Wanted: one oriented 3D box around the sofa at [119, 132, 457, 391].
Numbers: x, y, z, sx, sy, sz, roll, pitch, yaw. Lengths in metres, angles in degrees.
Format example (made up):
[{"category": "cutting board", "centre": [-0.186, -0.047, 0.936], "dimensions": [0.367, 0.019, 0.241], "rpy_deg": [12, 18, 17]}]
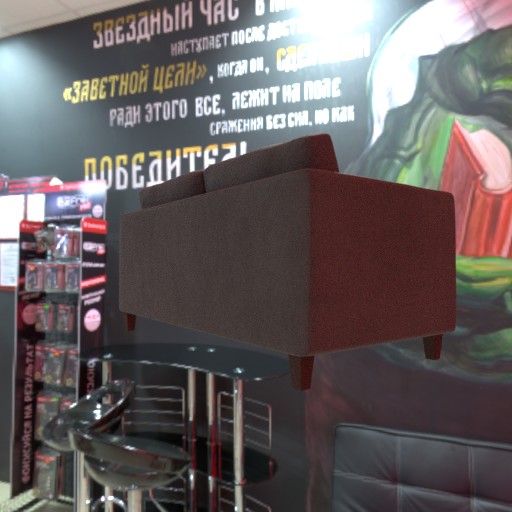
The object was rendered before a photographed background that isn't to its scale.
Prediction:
[{"category": "sofa", "centre": [0.000, 0.000, 2.488], "dimensions": [0.950, 0.963, 1.884], "rpy_deg": [1, -1, -36]}]
